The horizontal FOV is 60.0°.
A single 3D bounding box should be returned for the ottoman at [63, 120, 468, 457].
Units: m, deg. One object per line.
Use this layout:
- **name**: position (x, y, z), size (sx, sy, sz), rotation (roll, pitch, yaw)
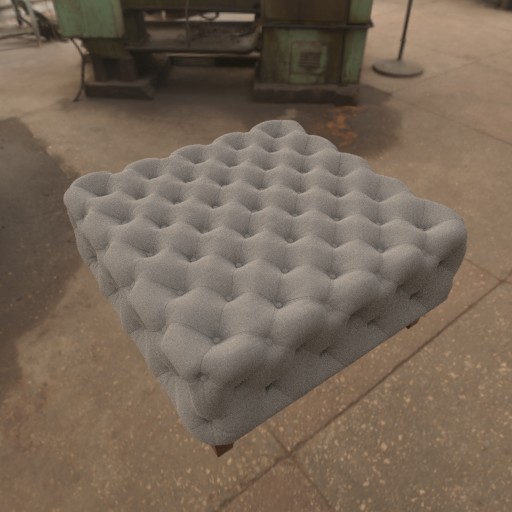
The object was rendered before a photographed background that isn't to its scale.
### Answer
- **ottoman**: position (0.000, 0.000, 1.422), size (0.917, 0.439, 0.911), rotation (-25, 47, -26)
